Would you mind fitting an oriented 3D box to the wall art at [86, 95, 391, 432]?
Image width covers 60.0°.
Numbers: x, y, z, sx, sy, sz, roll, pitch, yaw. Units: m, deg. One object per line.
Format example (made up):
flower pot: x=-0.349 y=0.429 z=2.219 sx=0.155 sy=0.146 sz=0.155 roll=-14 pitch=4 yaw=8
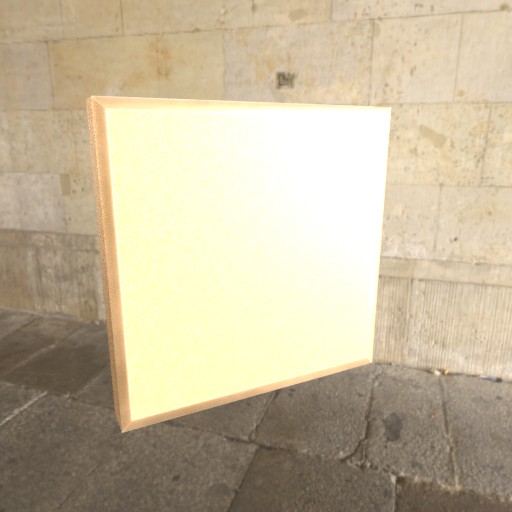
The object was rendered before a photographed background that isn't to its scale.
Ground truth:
wall art: x=0.000 y=0.000 z=0.465 sx=0.305 sy=0.303 sz=0.038 roll=-7 pitch=17 yaw=-25
